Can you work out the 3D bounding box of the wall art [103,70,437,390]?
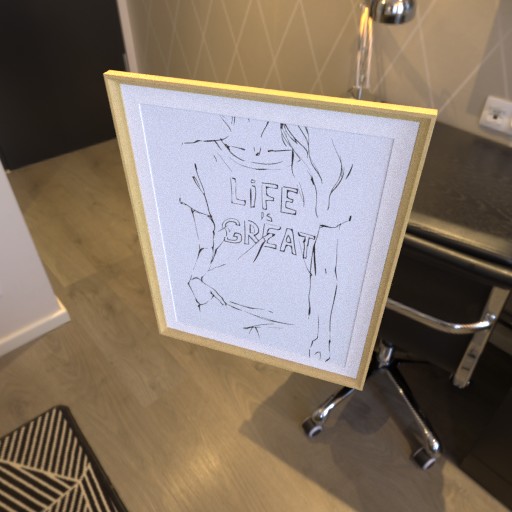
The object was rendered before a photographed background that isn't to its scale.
[{"bbox_3d":[0.000,0.000,1.346,0.798,1.002,0.030,12,42,14],"label":"wall art"}]
